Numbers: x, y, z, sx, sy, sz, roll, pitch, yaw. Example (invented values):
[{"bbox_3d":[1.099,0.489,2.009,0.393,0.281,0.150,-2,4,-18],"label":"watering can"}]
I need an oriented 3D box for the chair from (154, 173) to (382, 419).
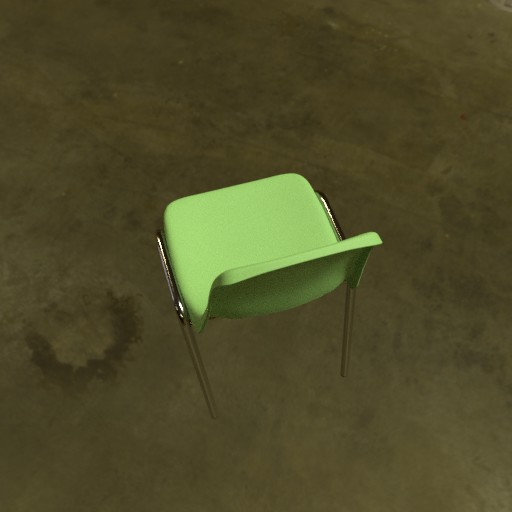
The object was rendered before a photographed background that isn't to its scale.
[{"bbox_3d":[0.000,0.000,0.918,0.381,0.653,0.436,-15,60,-9],"label":"chair"}]
